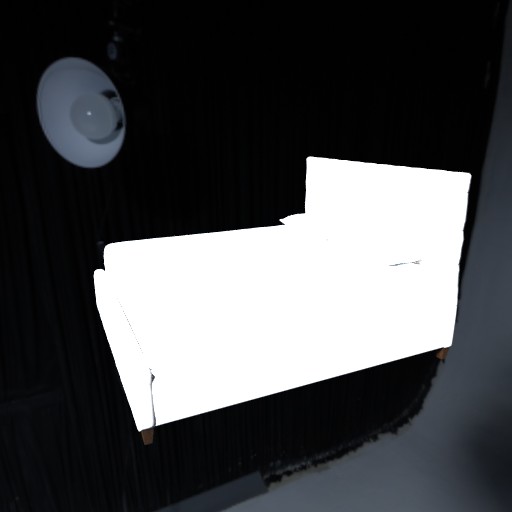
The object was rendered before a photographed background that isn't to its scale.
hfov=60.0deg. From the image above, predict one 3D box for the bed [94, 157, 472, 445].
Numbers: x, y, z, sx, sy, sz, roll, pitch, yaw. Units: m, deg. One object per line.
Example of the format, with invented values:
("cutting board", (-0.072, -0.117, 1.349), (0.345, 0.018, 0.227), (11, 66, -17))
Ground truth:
("bed", (0.000, 0.000, 3.649), (2.387, 1.427, 2.078), (-7, 18, -24))
